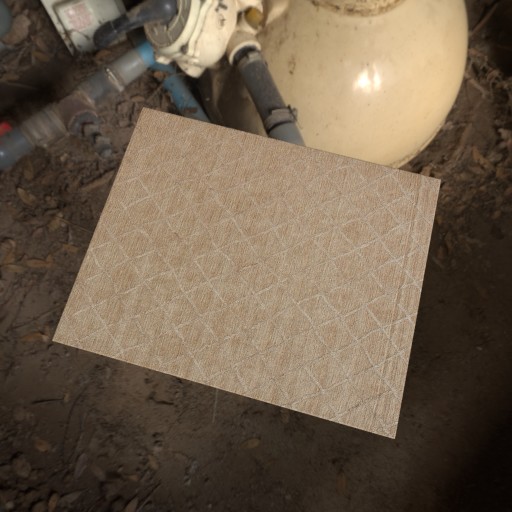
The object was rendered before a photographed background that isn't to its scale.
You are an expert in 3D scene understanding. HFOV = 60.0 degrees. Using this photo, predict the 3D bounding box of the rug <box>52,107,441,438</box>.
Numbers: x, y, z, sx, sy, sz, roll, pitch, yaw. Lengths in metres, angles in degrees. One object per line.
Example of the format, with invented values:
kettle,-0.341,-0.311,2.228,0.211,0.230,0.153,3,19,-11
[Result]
rug,0.000,0.000,4.080,3.039,0.019,2.420,15,75,4
